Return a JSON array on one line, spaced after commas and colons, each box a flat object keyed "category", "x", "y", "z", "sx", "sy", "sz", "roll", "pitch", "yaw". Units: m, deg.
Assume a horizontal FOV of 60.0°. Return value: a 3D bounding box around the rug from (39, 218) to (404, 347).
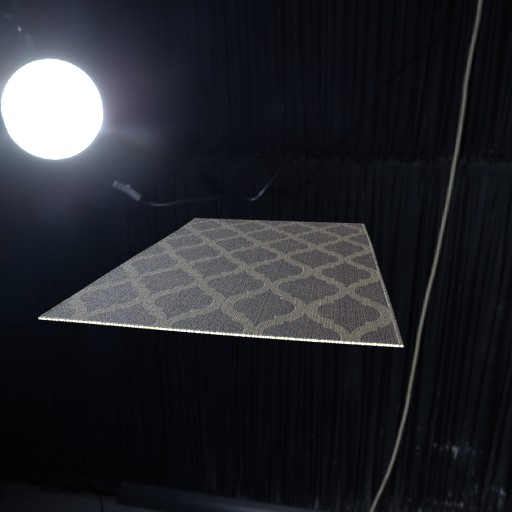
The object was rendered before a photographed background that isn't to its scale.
[{"category": "rug", "x": 0.000, "y": 0.000, "z": 2.855, "sx": 1.522, "sy": 0.008, "sz": 2.284, "roll": 3, "pitch": 16, "yaw": 9}]
